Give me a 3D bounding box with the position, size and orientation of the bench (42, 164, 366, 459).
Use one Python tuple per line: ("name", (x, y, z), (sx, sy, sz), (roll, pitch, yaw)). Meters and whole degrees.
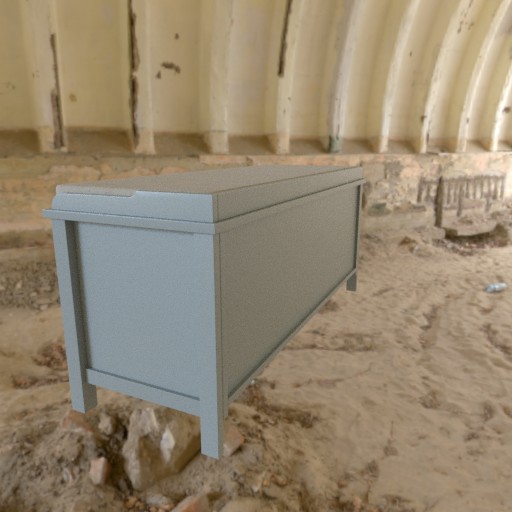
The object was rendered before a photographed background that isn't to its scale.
("bench", (0.000, 0.000, 1.347), (0.398, 0.501, 1.140), (7, 15, 25))
